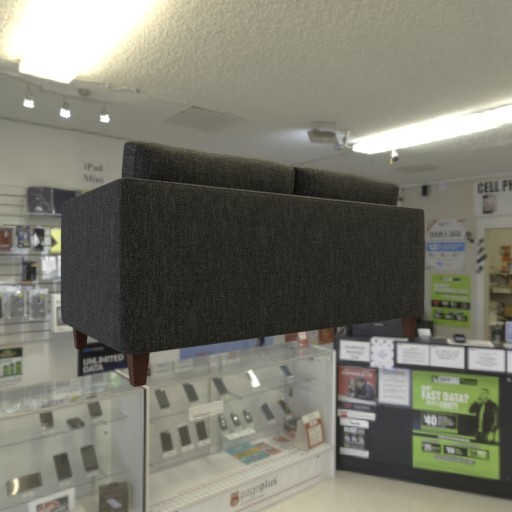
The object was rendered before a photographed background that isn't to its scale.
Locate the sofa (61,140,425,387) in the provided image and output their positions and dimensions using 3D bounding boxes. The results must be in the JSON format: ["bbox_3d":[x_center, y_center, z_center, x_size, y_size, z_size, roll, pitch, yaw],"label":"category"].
[{"bbox_3d":[0.000,0.000,2.490,1.884,0.963,0.950,0,0,-36],"label":"sofa"}]
